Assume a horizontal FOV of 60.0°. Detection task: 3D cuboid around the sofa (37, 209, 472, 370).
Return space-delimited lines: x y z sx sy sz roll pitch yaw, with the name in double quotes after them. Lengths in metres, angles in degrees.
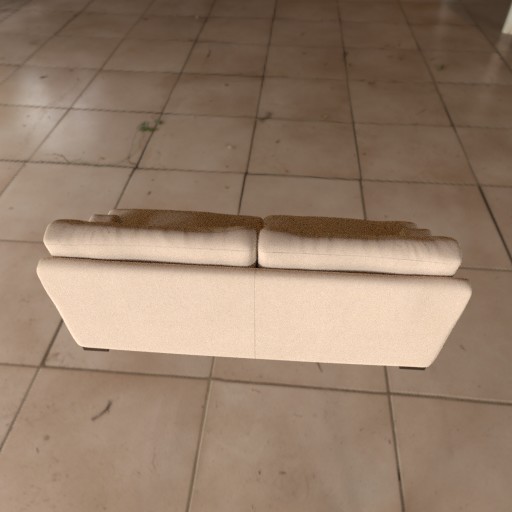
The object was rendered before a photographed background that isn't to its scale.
0.000 0.000 2.662 2.147 0.925 0.929 3 46 3 "sofa"
